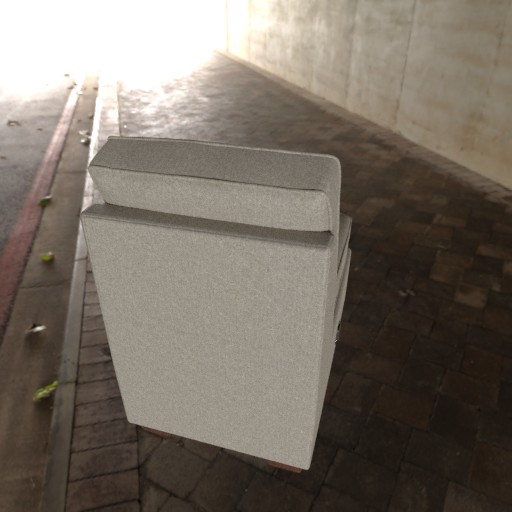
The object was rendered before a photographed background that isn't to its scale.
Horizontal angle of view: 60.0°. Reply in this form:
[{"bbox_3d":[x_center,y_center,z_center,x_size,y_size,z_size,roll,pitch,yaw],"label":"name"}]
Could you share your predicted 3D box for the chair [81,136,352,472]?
[{"bbox_3d":[0.000,0.000,1.665,0.674,1.058,1.020,9,32,14],"label":"chair"}]
